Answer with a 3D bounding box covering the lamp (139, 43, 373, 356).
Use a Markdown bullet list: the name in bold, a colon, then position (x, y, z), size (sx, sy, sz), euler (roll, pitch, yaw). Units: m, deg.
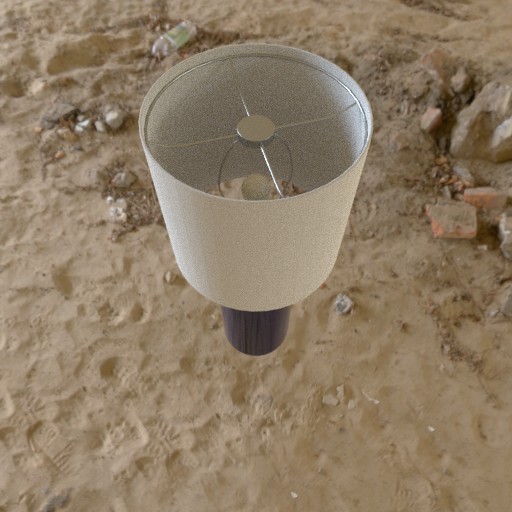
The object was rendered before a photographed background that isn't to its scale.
- **lamp**: position (0.000, 0.000, 0.611), size (0.212, 0.493, 0.212), euler (-13, 59, -8)
